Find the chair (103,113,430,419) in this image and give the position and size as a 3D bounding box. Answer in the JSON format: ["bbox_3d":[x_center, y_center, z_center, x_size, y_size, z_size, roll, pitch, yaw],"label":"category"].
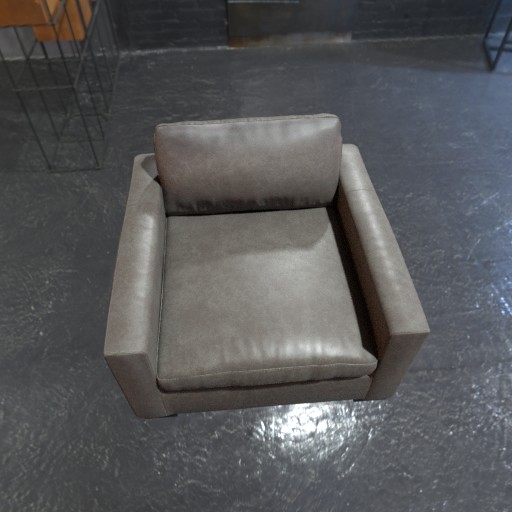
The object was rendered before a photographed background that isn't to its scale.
[{"bbox_3d":[0.000,0.000,1.871,1.106,0.807,1.080,-4,49,-3],"label":"chair"}]
